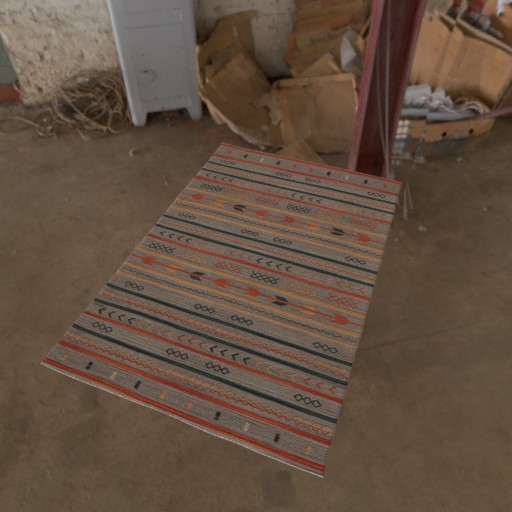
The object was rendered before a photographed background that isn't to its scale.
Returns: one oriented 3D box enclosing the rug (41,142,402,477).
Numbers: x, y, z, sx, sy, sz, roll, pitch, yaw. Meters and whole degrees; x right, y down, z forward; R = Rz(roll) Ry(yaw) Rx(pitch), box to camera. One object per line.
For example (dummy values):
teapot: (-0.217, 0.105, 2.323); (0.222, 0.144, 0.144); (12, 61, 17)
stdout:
rug: (0.000, 0.000, 2.287); (1.220, 0.017, 1.835); (16, 48, 15)
